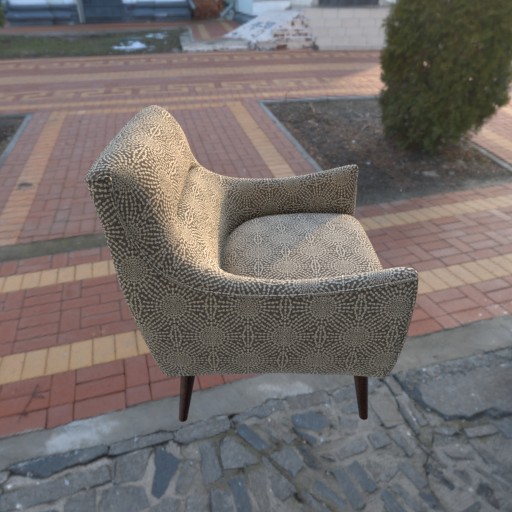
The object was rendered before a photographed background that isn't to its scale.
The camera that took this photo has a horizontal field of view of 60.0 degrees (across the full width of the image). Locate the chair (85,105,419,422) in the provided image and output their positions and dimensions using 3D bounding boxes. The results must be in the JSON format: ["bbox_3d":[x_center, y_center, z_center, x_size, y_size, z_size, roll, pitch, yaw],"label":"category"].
[{"bbox_3d":[0.000,0.000,1.425,0.787,0.838,0.762,0,32,-1],"label":"chair"}]
